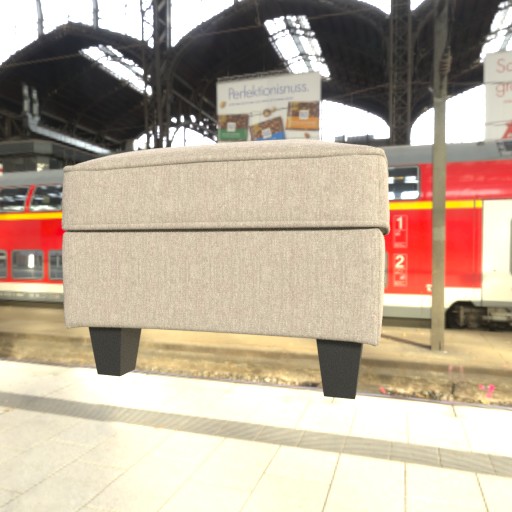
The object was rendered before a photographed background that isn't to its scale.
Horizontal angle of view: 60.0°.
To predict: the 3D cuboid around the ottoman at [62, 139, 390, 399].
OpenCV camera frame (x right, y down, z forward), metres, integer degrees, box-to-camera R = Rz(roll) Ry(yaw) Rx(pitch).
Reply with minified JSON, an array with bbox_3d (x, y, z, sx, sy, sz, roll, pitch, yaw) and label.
[{"bbox_3d":[0.000,0.000,1.398,0.808,0.612,0.871,0,1,17],"label":"ottoman"}]
